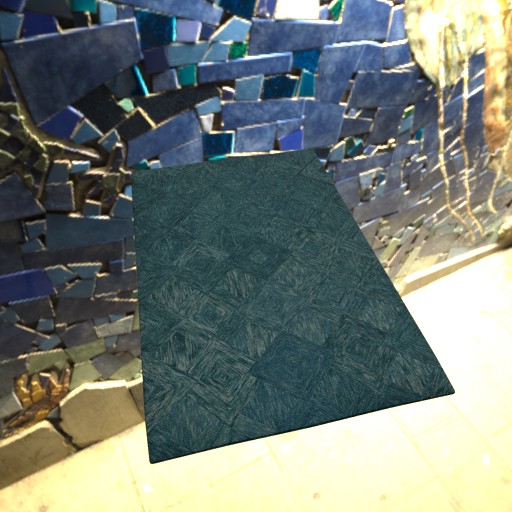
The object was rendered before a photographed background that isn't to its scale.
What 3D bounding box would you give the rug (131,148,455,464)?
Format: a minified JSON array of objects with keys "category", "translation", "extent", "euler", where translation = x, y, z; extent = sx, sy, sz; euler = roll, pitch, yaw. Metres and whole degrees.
[{"category":"rug","translation":[0.000,0.000,2.142],"extent":[1.136,0.017,1.728],"euler":[-9,46,-9]}]
